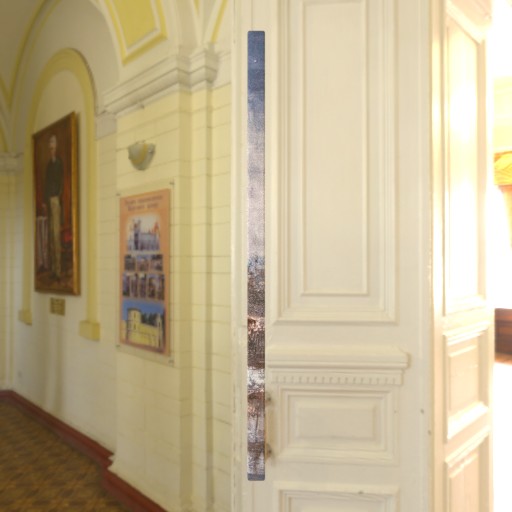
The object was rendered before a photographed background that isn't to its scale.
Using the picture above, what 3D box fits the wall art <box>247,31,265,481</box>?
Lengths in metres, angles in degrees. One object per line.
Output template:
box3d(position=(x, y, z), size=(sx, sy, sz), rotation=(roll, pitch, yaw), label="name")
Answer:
box3d(position=(0.000, 0.000, 1.506), size=(0.040, 1.020, 1.010), rotation=(0, 0, 0), label="wall art")
